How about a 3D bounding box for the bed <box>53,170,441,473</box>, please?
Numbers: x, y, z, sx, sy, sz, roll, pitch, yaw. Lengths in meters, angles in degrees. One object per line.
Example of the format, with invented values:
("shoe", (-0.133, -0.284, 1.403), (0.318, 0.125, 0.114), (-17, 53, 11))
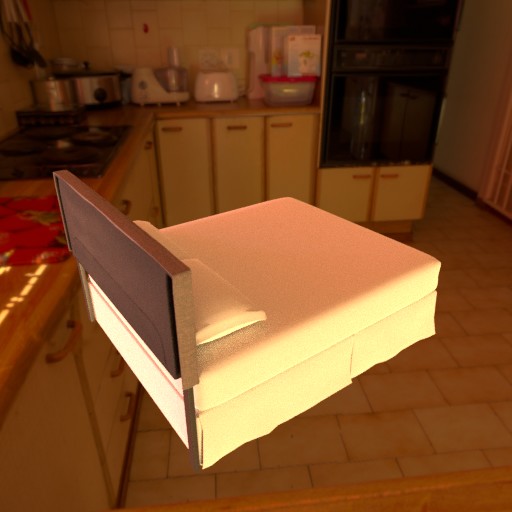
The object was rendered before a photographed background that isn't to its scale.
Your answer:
("bed", (0.000, 0.000, 2.842), (1.894, 1.089, 1.610), (-19, 33, -32))
